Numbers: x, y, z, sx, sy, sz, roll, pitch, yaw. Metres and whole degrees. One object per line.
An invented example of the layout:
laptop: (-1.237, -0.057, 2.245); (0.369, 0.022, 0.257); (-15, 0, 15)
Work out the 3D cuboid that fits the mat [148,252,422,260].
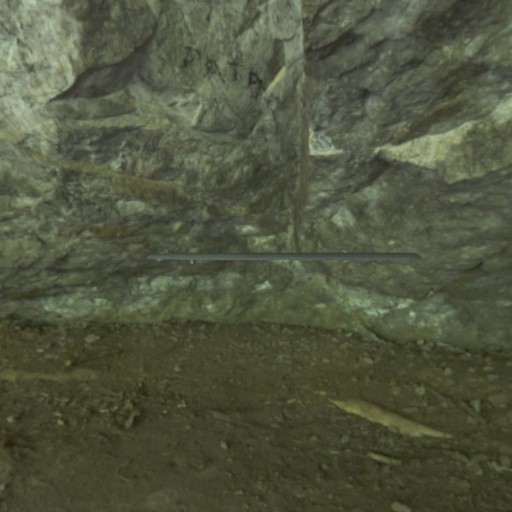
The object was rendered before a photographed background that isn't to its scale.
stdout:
mat: (0.000, 0.000, 1.959); (0.917, 0.022, 1.525); (0, 0, -1)
